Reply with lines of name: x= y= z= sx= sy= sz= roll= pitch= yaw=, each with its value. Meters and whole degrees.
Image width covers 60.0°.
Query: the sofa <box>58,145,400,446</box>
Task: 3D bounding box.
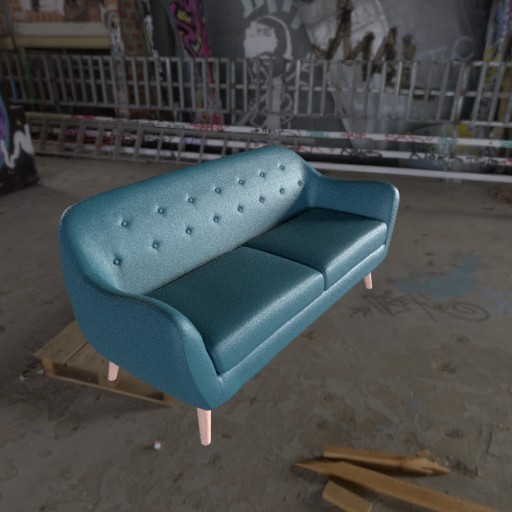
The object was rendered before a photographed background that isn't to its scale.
sofa: x=0.000 y=0.000 z=2.269 sx=0.820 sy=0.836 sz=1.840 roll=18 pitch=31 yaw=33
